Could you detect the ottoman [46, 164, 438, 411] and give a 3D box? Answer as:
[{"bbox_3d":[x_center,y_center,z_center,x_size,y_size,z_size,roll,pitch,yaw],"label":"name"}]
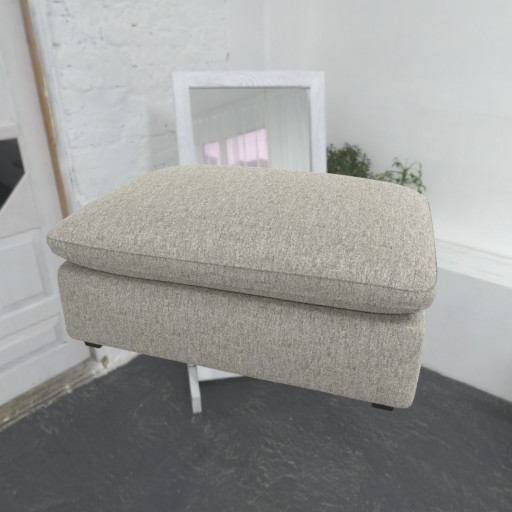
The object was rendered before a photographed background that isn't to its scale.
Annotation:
[{"bbox_3d":[0.000,0.000,1.350,0.977,0.451,0.694,8,27,15],"label":"ottoman"}]
